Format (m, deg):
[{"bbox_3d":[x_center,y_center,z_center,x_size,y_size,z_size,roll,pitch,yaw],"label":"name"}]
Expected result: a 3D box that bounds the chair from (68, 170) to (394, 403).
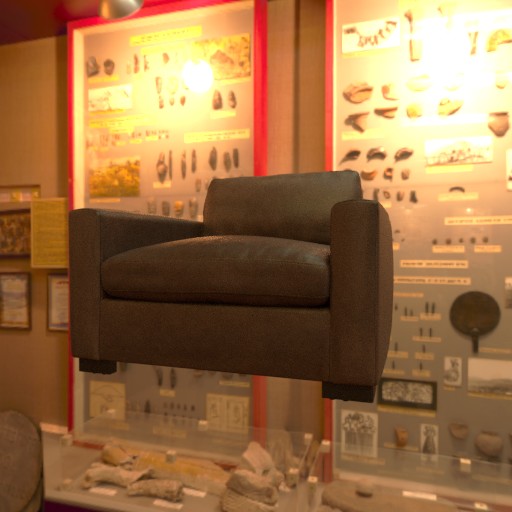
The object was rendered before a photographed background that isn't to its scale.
[{"bbox_3d":[0.000,0.000,1.864,1.100,0.812,1.069,0,1,19],"label":"chair"}]
